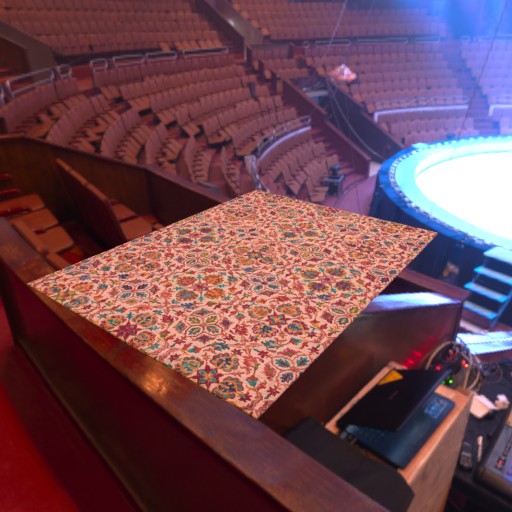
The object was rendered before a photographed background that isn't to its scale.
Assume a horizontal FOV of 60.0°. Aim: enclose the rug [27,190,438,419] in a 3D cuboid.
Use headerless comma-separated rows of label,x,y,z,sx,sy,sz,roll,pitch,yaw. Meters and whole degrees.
rug,0.000,0.000,4.239,2.446,0.020,3.215,19,32,33
